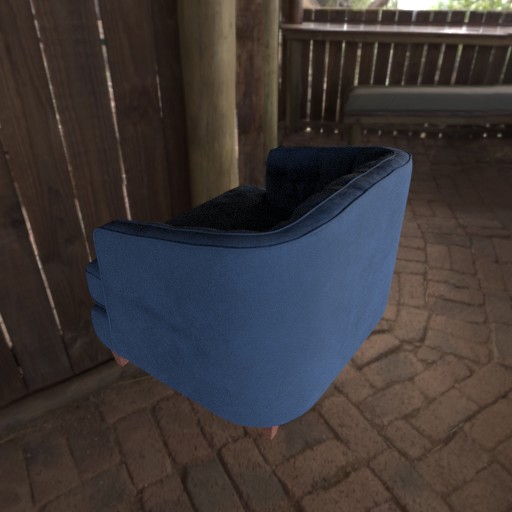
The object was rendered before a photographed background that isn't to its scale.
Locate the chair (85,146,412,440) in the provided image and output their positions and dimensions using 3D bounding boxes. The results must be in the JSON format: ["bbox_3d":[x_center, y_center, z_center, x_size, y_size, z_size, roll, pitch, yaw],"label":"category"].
[{"bbox_3d":[0.000,0.000,1.800,0.940,0.852,1.094,21,37,31],"label":"chair"}]
